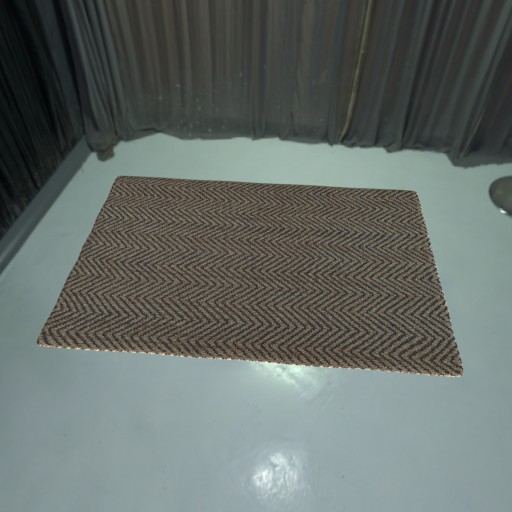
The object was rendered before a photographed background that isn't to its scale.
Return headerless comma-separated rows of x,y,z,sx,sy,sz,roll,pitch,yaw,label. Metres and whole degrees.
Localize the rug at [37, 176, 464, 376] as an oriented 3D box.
0.000,0.000,2.285,1.828,0.008,1.219,3,47,3,rug
